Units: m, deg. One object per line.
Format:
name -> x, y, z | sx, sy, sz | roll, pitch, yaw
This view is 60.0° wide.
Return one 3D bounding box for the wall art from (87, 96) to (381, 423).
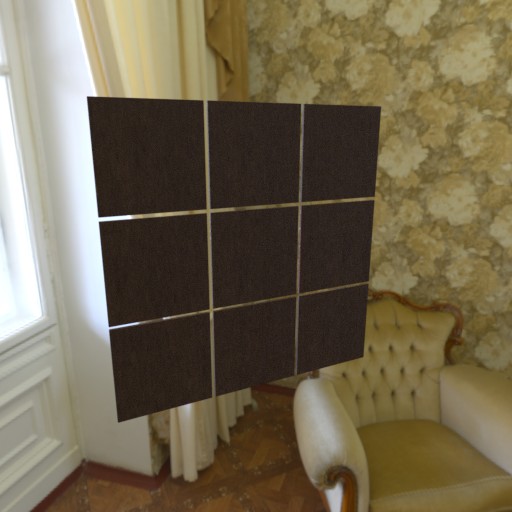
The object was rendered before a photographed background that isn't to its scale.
wall art -> 0.000, 0.000, 2.321 | 1.527, 1.525, 0.014 | -7, 17, -25
